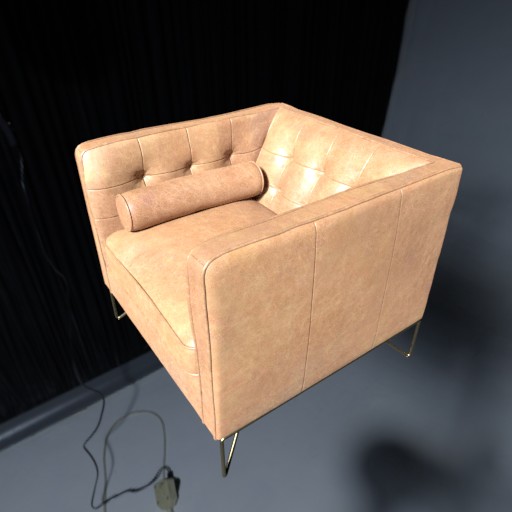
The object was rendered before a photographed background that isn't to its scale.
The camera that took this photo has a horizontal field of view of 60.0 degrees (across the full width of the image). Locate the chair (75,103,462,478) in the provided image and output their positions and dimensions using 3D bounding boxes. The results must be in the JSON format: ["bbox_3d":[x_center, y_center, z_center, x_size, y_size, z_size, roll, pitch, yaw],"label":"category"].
[{"bbox_3d":[0.000,0.000,1.619,0.912,0.797,0.920,-21,39,-29],"label":"chair"}]
